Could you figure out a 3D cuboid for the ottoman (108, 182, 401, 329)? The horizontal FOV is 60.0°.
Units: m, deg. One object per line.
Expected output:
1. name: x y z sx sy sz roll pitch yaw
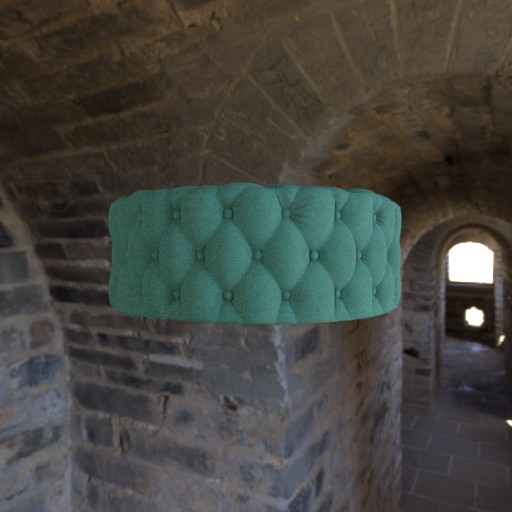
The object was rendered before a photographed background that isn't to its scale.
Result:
1. ottoman: 0.000 0.000 1.581 0.998 0.399 0.998 0 0 0
